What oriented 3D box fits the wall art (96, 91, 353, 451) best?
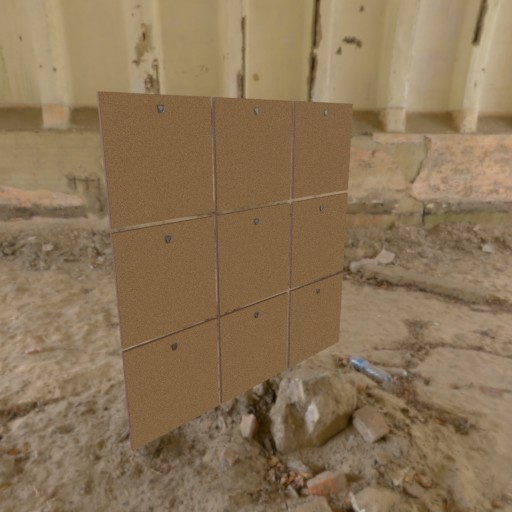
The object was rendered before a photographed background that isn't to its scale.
[{"bbox_3d":[0.000,0.000,1.823,1.221,1.218,0.019,-15,22,-41],"label":"wall art"}]
